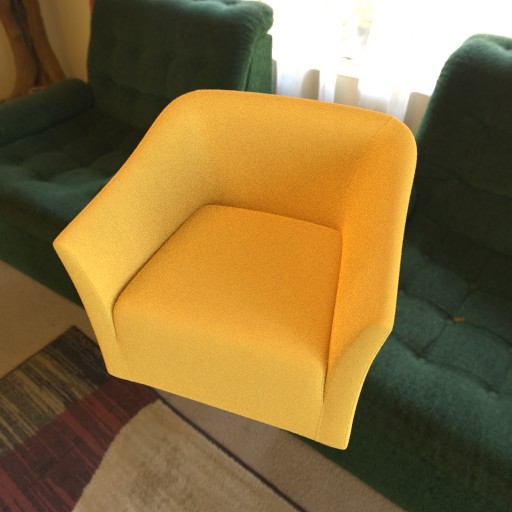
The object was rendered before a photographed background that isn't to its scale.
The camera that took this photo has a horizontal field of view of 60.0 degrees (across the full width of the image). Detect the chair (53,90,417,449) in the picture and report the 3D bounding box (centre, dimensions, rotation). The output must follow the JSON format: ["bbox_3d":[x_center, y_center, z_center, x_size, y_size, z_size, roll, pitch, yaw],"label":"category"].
[{"bbox_3d":[0.000,0.000,1.324,0.790,0.720,0.700,13,43,14],"label":"chair"}]
